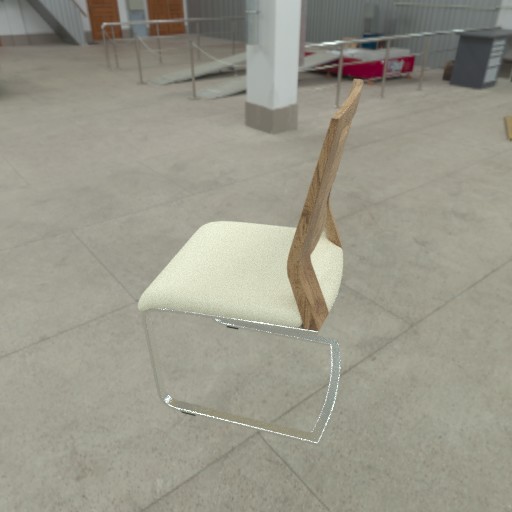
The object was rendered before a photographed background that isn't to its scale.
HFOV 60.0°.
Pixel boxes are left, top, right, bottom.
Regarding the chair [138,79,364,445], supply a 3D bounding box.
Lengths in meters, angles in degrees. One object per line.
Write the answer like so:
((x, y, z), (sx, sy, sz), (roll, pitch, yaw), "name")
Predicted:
((0.000, 0.000, 1.283), (0.561, 0.955, 0.457), (9, 32, 14), "chair")
